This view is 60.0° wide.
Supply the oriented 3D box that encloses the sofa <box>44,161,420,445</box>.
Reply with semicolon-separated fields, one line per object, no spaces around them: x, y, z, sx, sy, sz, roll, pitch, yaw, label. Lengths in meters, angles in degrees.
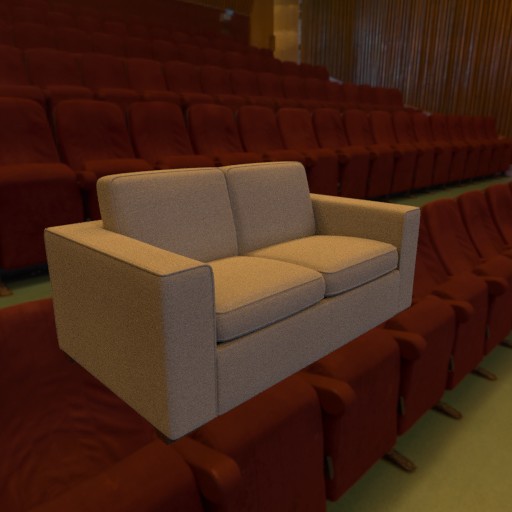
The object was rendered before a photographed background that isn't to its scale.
0.000;0.000;2.401;1.812;0.924;1.007;-15;22;-43;sofa
